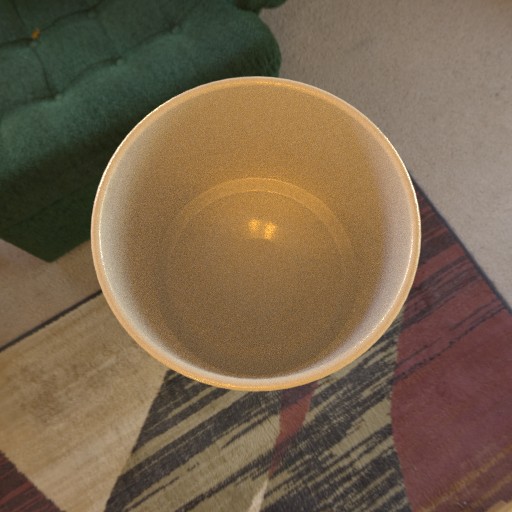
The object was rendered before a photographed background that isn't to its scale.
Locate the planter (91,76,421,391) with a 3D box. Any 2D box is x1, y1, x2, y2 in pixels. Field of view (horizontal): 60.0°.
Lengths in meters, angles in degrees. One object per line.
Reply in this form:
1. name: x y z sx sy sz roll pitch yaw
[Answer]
1. planter: 0.000 0.000 0.344 0.193 0.177 0.193 0 76 0
